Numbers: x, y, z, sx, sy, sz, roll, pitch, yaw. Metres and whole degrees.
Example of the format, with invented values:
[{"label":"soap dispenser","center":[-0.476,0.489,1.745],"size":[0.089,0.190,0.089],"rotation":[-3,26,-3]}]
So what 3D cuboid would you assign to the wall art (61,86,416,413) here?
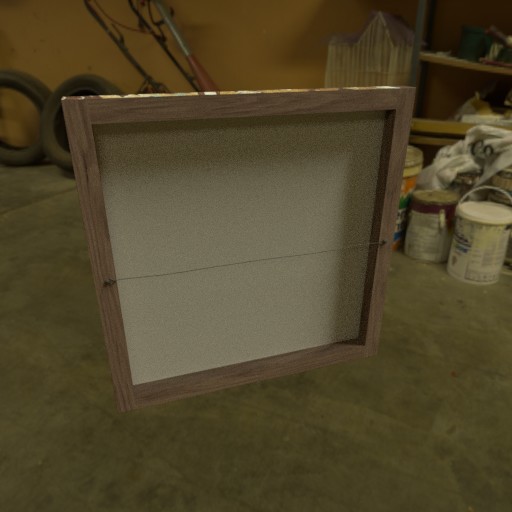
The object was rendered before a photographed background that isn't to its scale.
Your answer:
[{"label":"wall art","center":[0.000,0.000,0.879],"size":[0.609,0.613,0.041],"rotation":[-8,27,-16]}]
